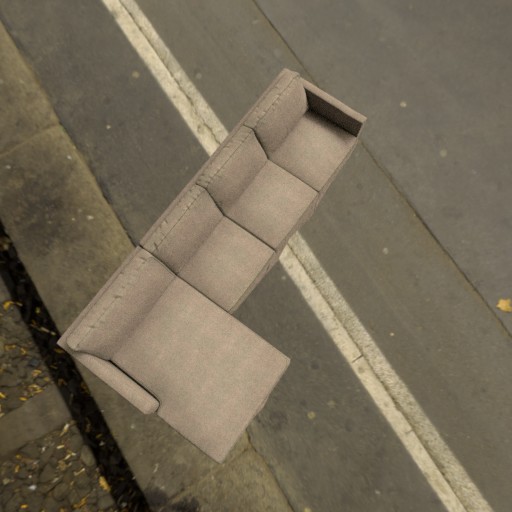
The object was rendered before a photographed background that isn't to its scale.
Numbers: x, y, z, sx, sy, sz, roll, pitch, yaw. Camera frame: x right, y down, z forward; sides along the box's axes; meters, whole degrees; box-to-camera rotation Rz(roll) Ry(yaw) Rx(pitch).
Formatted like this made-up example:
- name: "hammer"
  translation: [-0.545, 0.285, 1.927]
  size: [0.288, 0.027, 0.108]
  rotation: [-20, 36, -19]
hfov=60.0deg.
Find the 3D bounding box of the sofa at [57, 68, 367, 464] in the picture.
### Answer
- name: "sofa"
  translation: [0.000, 0.000, 3.979]
  size: [1.650, 0.922, 3.205]
  rotation: [35, 78, 9]
